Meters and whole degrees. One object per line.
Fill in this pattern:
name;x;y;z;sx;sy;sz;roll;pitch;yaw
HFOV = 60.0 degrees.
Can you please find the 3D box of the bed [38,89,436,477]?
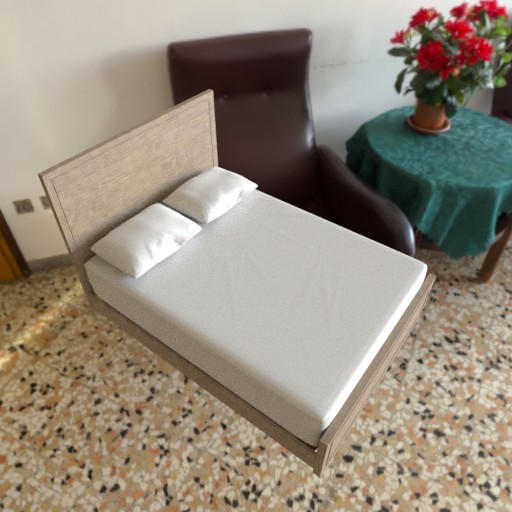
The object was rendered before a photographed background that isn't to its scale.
bed;0.000;0.000;3.211;2.189;1.369;1.606;27;50;26
